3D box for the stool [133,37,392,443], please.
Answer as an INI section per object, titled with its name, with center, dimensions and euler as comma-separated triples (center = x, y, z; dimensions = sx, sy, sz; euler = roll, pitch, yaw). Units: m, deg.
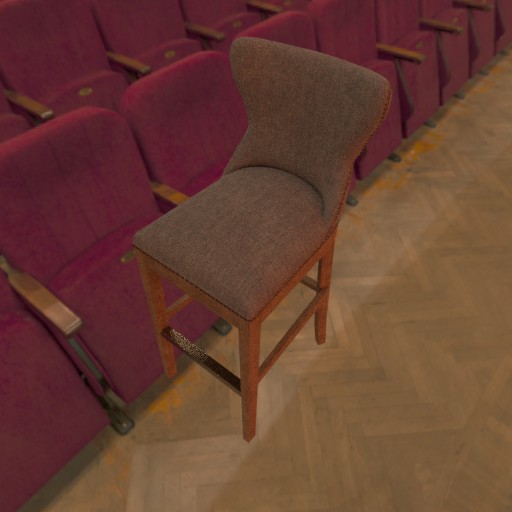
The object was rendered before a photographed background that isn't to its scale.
[stool]
center = 0.000, 0.000, 1.413
dimensions = 0.494, 1.123, 0.606
euler = 30, 52, 26
